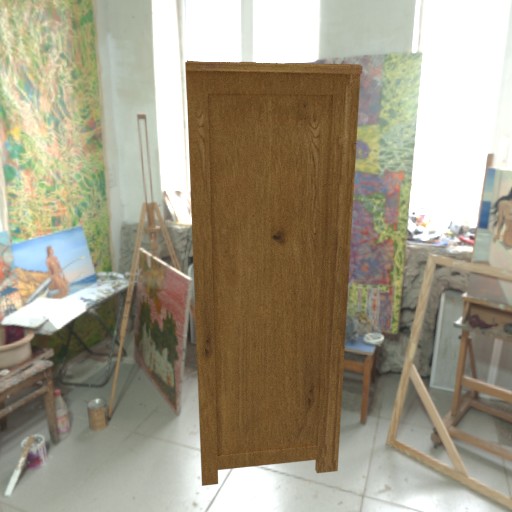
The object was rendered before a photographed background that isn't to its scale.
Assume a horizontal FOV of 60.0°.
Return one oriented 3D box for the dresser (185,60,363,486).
[{"bbox_3d":[0.000,0.000,1.964,0.558,1.431,1.081,-2,15,-8],"label":"dresser"}]
